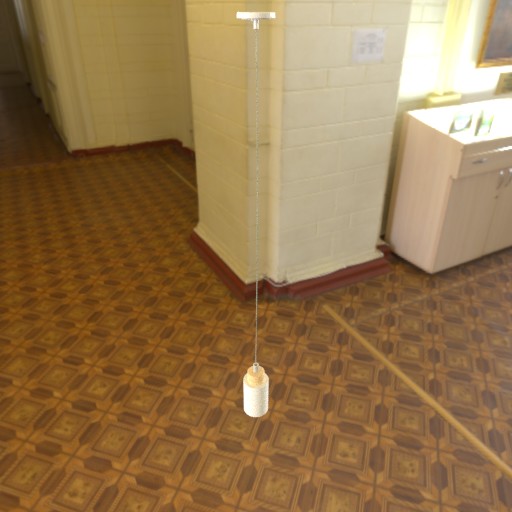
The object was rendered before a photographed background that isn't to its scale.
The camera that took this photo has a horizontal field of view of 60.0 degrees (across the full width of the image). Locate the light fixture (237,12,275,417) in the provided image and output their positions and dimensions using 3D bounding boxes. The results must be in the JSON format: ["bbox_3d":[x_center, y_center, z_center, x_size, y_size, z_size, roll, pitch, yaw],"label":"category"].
[{"bbox_3d":[0.000,0.000,1.866,0.125,1.798,0.125,8,30,15],"label":"light fixture"}]
